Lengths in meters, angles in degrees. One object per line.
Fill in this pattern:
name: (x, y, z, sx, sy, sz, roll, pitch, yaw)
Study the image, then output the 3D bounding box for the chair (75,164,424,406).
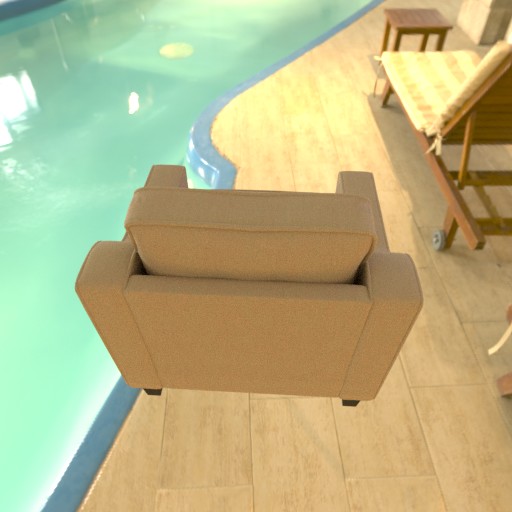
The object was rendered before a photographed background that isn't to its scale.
chair: (0.000, 0.000, 1.670, 0.922, 0.948, 0.882, 2, 46, 2)
